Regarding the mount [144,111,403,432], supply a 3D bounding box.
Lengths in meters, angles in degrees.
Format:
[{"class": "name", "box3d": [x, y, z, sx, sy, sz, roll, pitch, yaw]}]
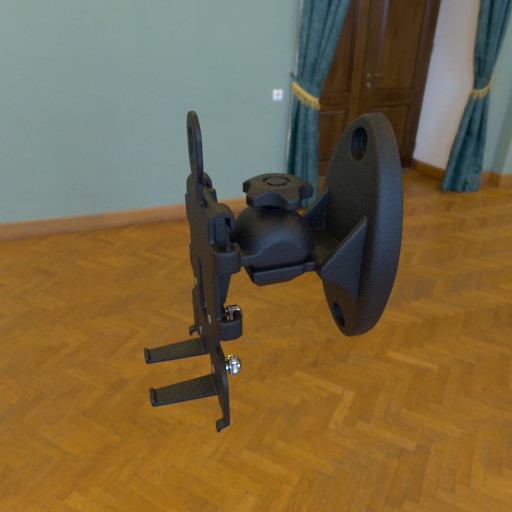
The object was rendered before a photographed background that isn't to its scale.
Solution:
[{"class": "mount", "box3d": [0.000, 0.000, 0.182, 0.100, 0.118, 0.066, -9, 31, -15]}]
